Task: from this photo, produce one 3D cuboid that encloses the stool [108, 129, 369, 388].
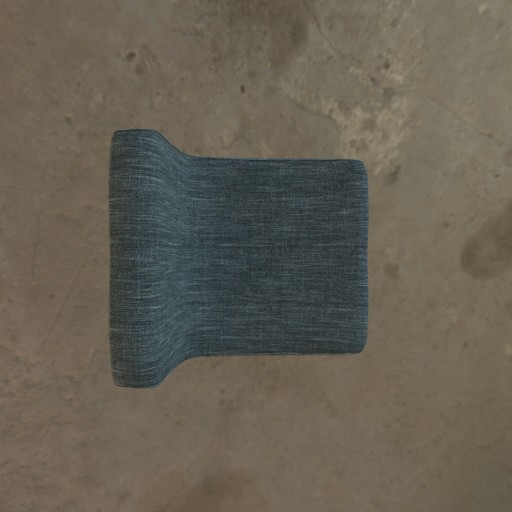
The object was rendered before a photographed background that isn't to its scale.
[{"bbox_3d":[0.000,0.000,1.072,0.459,0.835,0.395,0,91,0],"label":"stool"}]
